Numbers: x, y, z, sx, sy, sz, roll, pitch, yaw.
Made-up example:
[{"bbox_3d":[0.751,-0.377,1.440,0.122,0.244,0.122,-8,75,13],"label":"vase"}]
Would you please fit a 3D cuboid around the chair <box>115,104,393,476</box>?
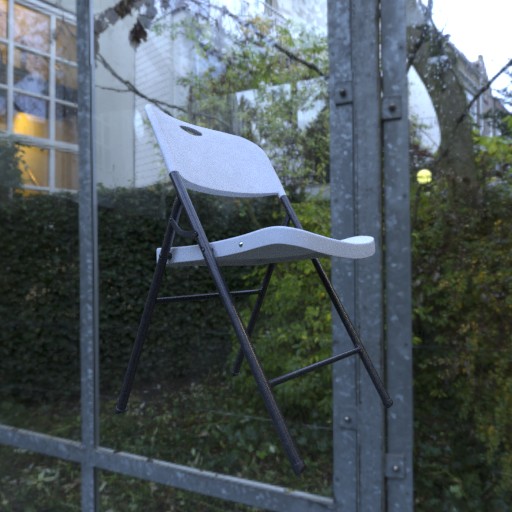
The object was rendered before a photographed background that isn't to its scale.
[{"bbox_3d":[0.000,0.000,1.173,0.566,0.810,0.494,0,-1,37],"label":"chair"}]
